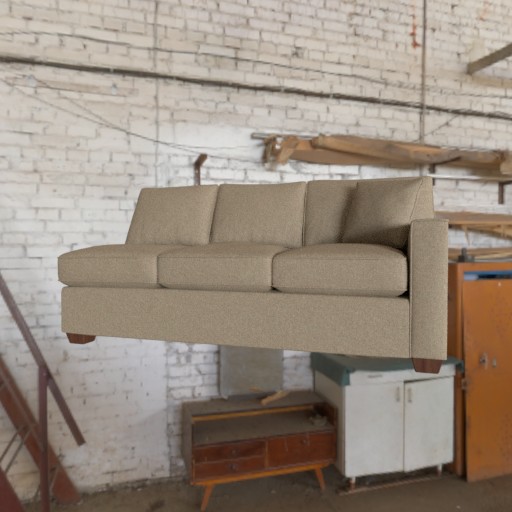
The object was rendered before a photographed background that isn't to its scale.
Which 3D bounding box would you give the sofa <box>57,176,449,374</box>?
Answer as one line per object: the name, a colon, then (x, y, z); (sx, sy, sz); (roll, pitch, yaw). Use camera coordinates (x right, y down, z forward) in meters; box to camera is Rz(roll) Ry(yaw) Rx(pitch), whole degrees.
sofa: (0.000, 0.000, 2.553); (1.963, 0.946, 1.034); (0, 2, 18)
